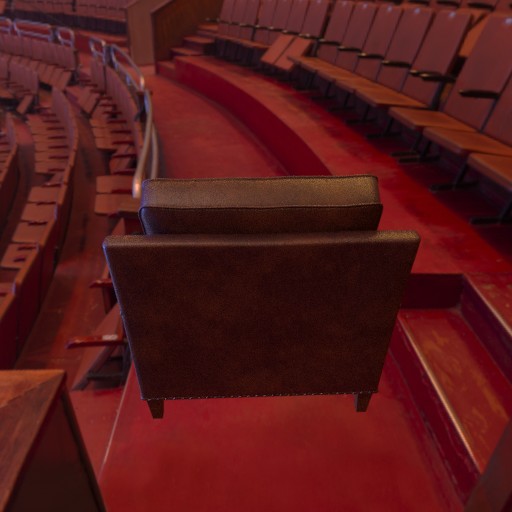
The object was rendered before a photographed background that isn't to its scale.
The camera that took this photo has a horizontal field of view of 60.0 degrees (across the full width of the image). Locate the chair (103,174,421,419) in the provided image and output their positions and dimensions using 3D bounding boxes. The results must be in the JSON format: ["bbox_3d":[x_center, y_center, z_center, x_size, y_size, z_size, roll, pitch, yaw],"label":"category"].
[{"bbox_3d":[0.000,0.000,1.765,0.853,0.929,1.014,-1,30,-2],"label":"chair"}]
